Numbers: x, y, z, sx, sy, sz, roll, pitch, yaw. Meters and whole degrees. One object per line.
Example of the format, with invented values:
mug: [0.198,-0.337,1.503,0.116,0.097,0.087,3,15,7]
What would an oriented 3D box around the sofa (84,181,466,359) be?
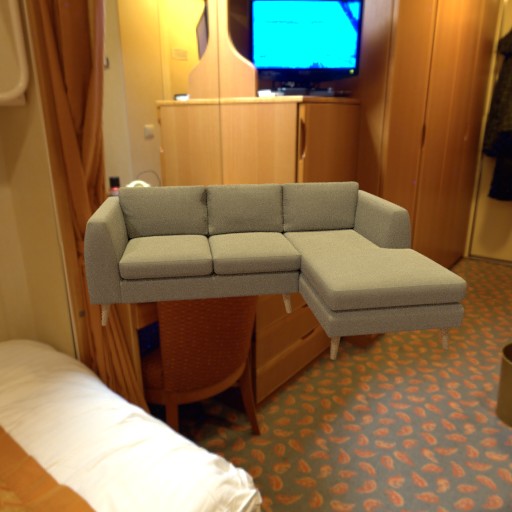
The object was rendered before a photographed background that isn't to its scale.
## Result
sofa: [0.000,0.000,3.166,2.300,0.860,1.580,-3,18,-9]
